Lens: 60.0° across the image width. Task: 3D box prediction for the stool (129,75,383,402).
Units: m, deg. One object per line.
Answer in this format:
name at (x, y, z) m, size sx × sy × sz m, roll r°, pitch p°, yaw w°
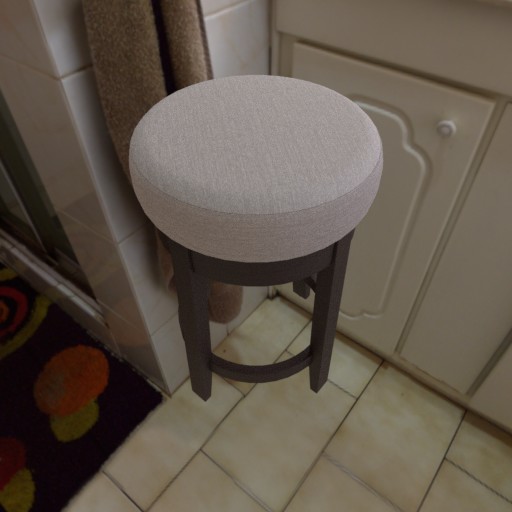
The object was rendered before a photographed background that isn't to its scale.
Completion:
stool at (0.000, 0.000, 0.983) m, size 0.443 × 0.672 × 0.443 m, roll 0°, pitch 46°, yaw 0°
